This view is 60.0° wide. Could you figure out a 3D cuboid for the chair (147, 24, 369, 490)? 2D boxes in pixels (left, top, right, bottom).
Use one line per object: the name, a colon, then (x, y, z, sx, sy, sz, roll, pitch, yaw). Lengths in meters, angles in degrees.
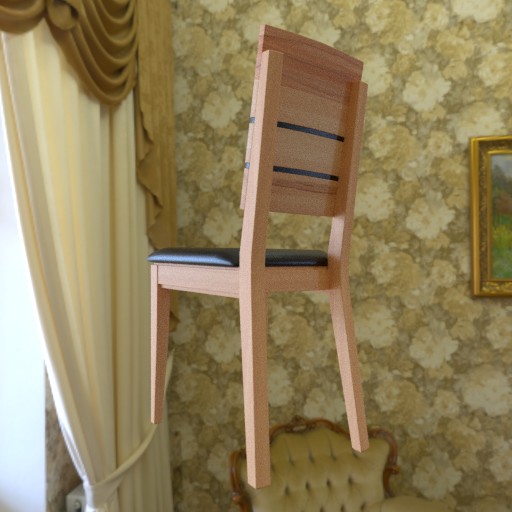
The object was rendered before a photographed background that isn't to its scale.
chair: (0.000, 0.000, 1.176, 0.410, 0.940, 0.520, 1, -1, -35)
